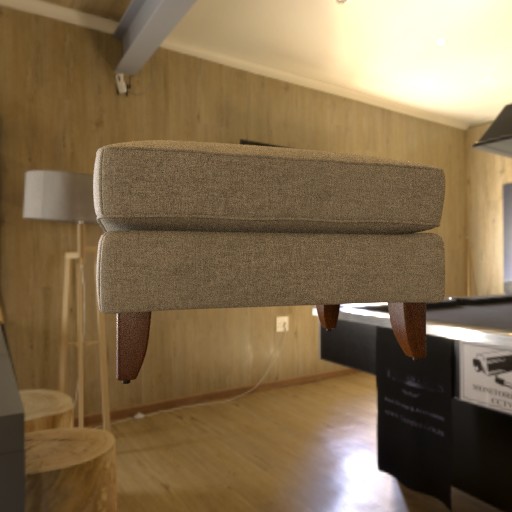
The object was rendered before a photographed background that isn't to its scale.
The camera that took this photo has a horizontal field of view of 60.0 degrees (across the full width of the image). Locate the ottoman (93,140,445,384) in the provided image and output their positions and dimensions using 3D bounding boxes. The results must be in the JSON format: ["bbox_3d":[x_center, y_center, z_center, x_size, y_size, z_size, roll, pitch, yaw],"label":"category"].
[{"bbox_3d":[0.000,0.000,1.321,0.889,0.561,0.661,0,0,-17],"label":"ottoman"}]
